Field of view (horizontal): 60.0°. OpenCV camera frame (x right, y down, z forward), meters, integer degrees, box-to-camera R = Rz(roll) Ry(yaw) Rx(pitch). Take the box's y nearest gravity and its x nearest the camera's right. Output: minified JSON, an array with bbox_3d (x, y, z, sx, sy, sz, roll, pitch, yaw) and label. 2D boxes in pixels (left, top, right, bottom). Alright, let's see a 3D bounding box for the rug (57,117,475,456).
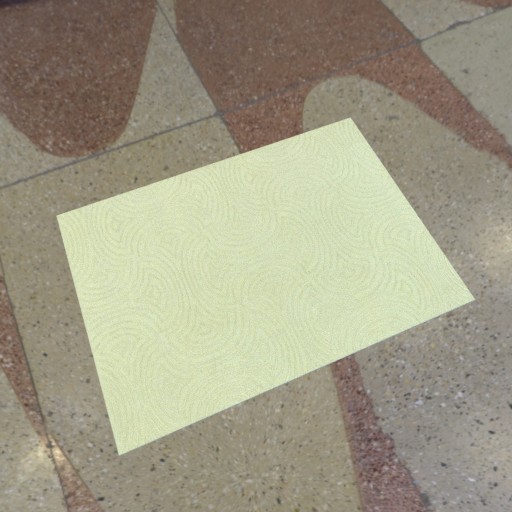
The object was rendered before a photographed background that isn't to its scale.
[{"bbox_3d":[0.000,0.000,2.713,2.132,0.015,1.526,-21,65,-10],"label":"rug"}]
